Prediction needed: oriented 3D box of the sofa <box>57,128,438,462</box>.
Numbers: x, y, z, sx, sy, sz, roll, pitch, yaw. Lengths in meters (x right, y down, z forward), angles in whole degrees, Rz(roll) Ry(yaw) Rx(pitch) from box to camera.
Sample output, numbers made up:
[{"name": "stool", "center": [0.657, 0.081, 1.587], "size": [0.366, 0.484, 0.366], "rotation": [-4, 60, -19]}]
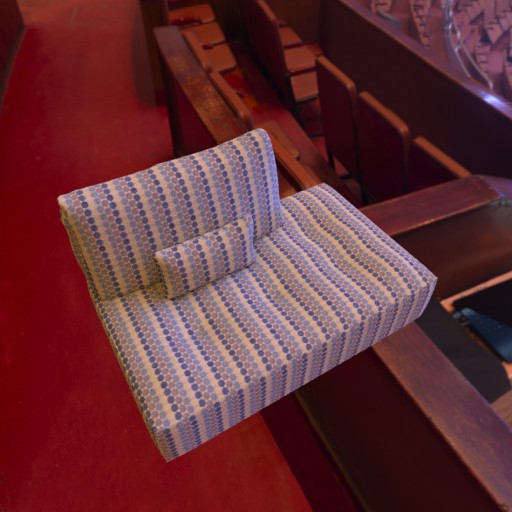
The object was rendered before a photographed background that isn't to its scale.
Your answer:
[{"name": "sofa", "center": [0.000, 0.000, 2.044], "size": [1.450, 0.820, 1.000], "rotation": [-23, 51, -21]}]
